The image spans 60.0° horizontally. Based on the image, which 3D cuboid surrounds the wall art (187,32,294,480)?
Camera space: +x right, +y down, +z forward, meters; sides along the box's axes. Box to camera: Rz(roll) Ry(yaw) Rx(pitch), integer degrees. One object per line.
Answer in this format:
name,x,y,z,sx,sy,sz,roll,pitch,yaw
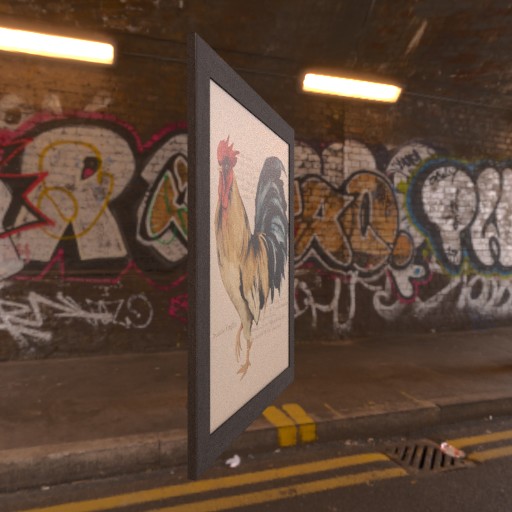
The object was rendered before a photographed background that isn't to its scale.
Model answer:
wall art,0.000,0.000,0.788,0.013,0.570,0.476,0,0,20
